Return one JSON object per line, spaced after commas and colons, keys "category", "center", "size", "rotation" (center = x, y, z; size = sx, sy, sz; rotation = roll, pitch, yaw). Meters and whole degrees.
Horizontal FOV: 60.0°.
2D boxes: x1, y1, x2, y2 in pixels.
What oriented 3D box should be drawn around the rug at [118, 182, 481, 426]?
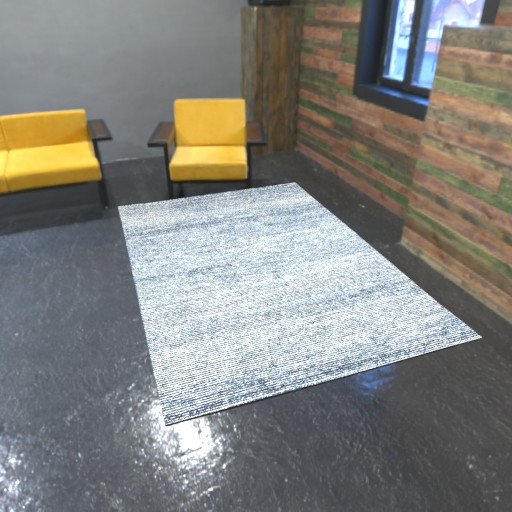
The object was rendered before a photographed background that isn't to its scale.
{"category": "rug", "center": [0.000, 0.000, 2.982], "size": [1.624, 0.030, 2.349], "rotation": [-10, 32, -17]}
